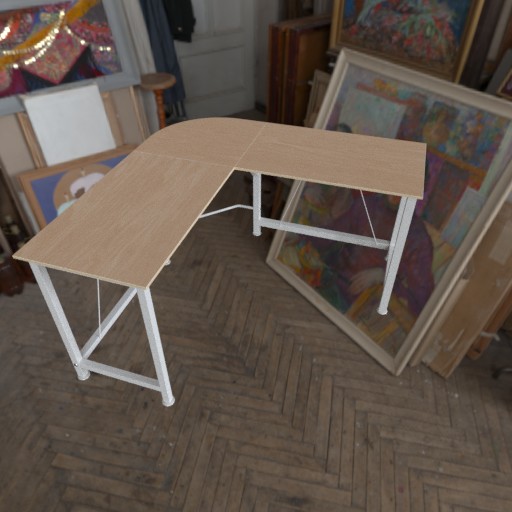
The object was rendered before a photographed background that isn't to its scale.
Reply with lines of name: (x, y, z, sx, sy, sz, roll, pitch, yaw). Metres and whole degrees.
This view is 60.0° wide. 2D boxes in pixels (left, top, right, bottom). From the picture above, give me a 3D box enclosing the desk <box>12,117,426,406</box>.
desk: (0.000, 0.000, 2.191, 1.400, 0.762, 1.400, 12, 41, 14)
